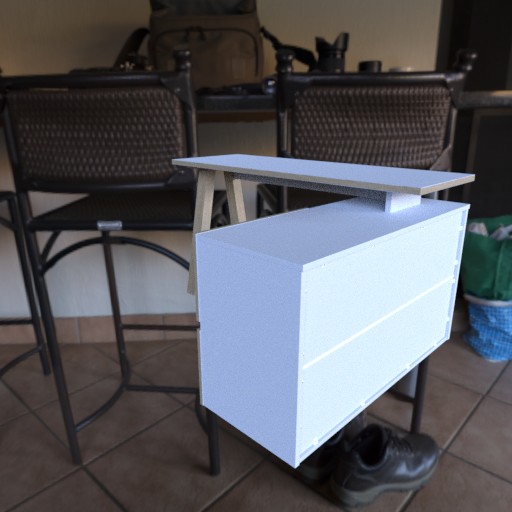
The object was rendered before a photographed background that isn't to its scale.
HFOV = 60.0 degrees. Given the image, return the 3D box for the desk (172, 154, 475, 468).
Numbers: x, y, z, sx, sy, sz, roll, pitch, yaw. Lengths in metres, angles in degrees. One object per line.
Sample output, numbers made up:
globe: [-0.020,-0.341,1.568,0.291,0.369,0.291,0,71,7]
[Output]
desk: [0.000,0.000,2.001,1.404,0.755,1.098,17,24,42]
